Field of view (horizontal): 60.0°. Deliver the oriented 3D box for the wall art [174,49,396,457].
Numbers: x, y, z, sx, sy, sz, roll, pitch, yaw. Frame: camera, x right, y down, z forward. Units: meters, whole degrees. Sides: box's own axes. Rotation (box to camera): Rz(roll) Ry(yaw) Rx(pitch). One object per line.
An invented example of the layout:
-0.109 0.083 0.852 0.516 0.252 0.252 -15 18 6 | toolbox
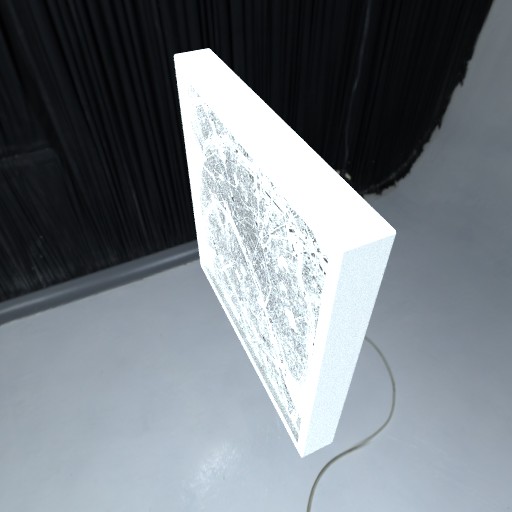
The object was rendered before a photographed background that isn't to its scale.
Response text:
0.000 0.000 0.456 0.038 0.305 0.305 -18 48 -17 | wall art
